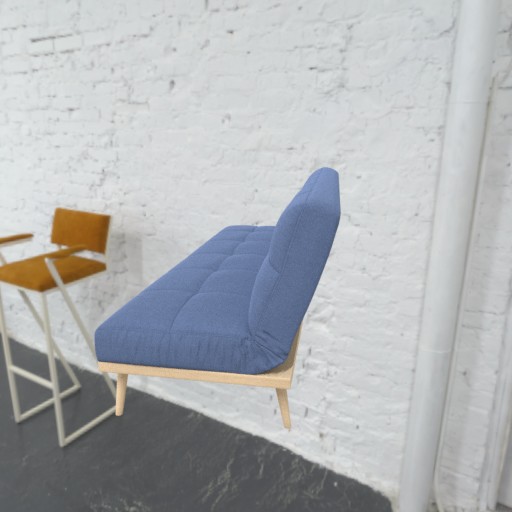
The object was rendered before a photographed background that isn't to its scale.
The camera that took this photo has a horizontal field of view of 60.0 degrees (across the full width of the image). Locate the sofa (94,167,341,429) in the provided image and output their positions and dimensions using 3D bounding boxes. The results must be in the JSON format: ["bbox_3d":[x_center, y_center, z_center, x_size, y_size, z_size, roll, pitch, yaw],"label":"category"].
[{"bbox_3d":[0.000,0.000,2.239,0.796,0.800,1.800,3,15,10],"label":"sofa"}]
